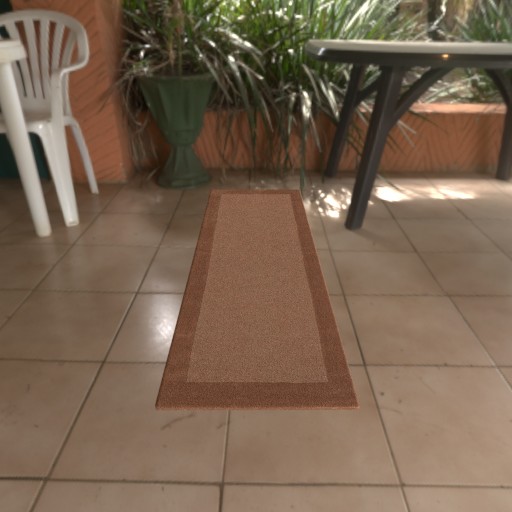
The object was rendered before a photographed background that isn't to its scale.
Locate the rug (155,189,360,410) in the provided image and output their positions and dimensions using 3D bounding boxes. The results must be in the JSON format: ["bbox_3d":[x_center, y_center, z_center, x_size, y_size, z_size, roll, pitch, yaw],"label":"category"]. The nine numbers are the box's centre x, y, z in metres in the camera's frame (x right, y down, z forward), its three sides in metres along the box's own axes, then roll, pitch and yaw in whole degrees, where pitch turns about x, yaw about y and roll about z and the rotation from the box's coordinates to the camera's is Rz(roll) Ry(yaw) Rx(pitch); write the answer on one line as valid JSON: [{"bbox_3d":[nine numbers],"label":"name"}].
[{"bbox_3d":[0.000,0.000,2.720,0.764,0.017,2.439,0,28,0],"label":"rug"}]
